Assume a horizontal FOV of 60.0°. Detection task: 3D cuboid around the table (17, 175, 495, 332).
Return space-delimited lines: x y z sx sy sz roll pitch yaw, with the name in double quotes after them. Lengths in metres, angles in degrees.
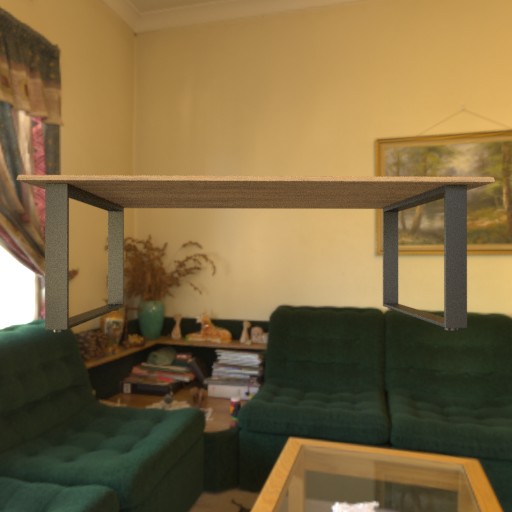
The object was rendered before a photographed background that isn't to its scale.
0.000 0.000 1.577 1.331 0.445 0.693 0 0 -1 "table"
